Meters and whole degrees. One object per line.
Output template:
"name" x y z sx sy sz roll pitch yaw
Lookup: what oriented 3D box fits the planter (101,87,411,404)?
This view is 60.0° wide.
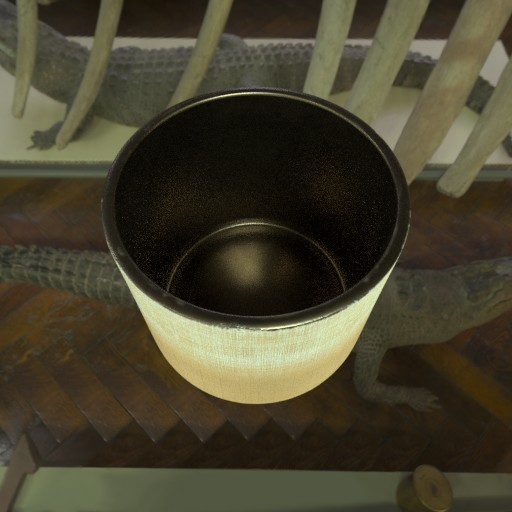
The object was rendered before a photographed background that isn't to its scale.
"planter" 0.000 0.000 0.454 0.254 0.221 0.254 0 59 0
